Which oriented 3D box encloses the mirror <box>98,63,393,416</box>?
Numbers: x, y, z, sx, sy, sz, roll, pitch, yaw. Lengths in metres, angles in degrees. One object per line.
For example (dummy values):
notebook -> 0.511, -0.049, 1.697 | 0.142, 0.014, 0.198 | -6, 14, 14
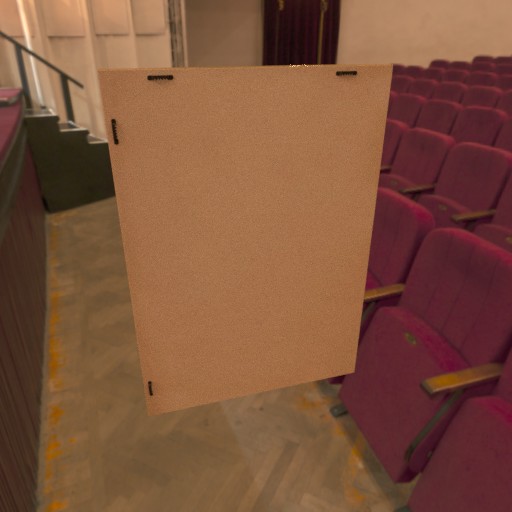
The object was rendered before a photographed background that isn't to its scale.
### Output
mirror -> 0.000, 0.000, 0.903 | 0.507, 0.710, 0.039 | -8, 27, -15
